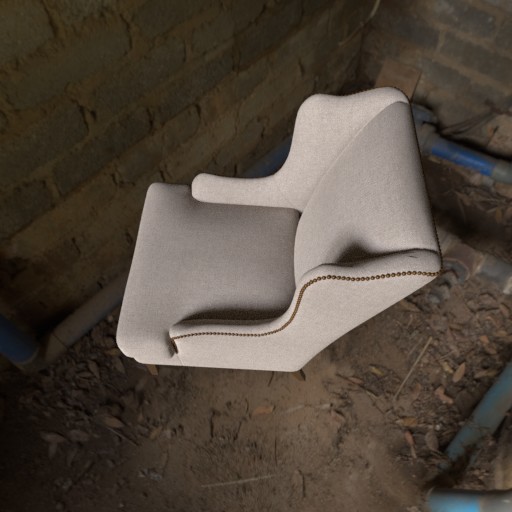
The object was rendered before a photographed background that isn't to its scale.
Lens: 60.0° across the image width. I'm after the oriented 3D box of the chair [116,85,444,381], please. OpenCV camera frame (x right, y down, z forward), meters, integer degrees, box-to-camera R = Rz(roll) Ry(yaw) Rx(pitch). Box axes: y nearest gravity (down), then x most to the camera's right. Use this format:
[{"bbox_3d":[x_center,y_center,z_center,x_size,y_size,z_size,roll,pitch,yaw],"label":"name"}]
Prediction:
[{"bbox_3d":[0.000,0.000,1.646,0.940,1.029,0.737,2,59,1],"label":"chair"}]
